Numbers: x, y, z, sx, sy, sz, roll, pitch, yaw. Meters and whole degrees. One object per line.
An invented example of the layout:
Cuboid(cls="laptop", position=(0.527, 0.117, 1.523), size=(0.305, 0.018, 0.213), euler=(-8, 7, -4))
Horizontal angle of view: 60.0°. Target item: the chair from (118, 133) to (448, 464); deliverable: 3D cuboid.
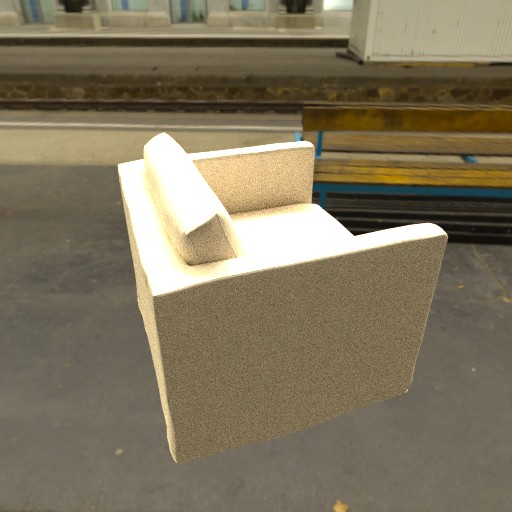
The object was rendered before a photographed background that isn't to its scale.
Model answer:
Cuboid(cls="chair", position=(0.000, 0.000, 1.790), size=(0.947, 0.851, 1.057), euler=(-11, 33, -17))
